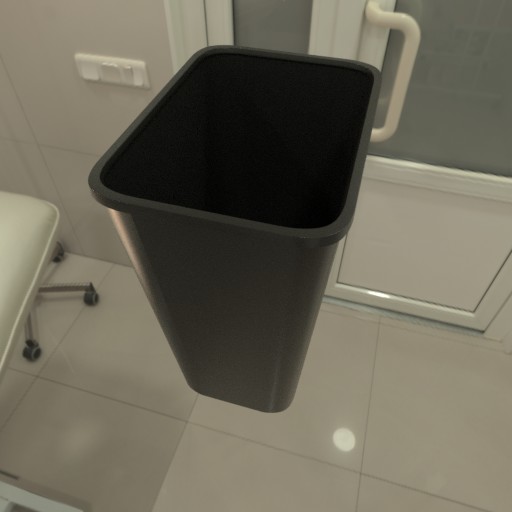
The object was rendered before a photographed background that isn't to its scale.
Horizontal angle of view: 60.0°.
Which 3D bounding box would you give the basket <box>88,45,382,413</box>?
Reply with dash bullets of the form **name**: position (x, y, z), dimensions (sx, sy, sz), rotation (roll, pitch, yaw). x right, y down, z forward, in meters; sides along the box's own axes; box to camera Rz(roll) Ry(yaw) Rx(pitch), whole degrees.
- **basket**: position (0.000, 0.000, 0.748), dimensions (0.287, 0.521, 0.394), rotation (12, 49, 11)
